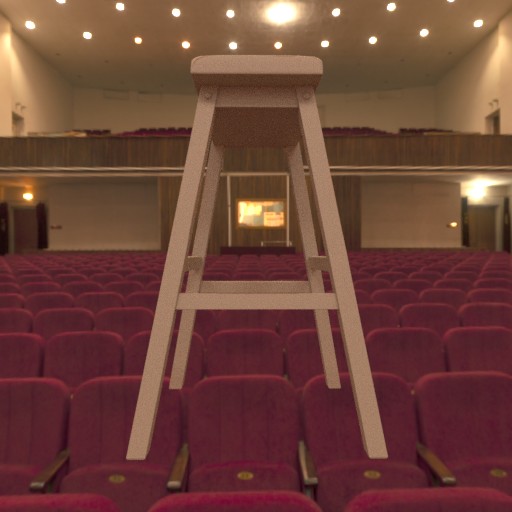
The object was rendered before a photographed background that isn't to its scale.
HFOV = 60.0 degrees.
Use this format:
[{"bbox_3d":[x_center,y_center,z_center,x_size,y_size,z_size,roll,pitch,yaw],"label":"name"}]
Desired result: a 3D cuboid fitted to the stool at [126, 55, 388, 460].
[{"bbox_3d":[0.000,0.000,1.032,0.476,0.737,0.457,0,0,-1],"label":"stool"}]
